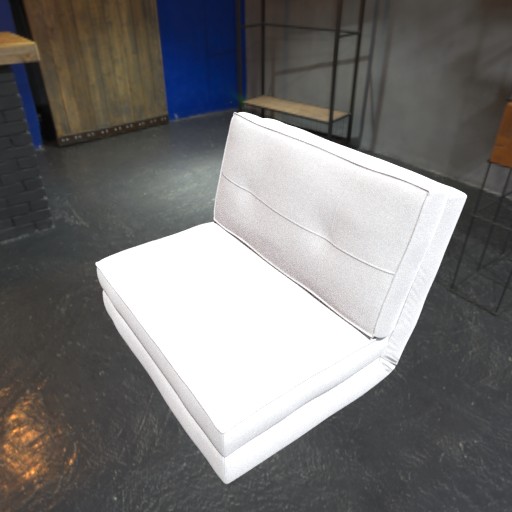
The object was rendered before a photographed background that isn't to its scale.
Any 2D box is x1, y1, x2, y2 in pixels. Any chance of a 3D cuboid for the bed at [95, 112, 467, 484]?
[{"bbox_3d":[0.000,0.000,1.291,0.749,0.614,0.799,-22,39,-29],"label":"bed"}]
